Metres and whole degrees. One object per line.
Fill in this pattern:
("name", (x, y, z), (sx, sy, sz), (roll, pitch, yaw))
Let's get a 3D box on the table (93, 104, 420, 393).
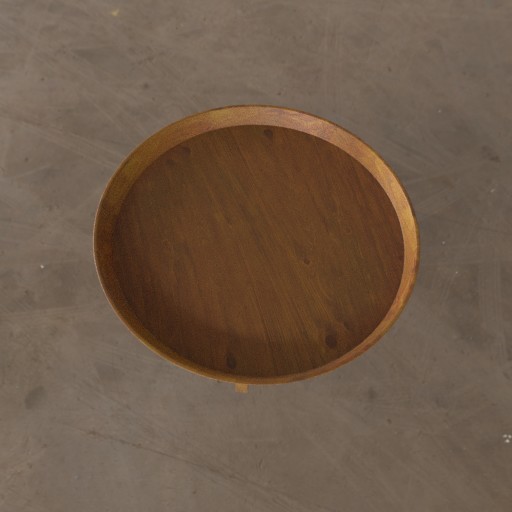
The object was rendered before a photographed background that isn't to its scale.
("table", (0.000, 0.000, 1.591), (1.016, 0.470, 1.016), (0, 63, 0))
